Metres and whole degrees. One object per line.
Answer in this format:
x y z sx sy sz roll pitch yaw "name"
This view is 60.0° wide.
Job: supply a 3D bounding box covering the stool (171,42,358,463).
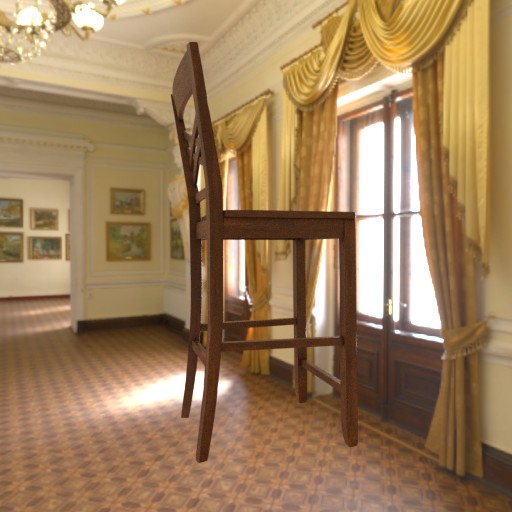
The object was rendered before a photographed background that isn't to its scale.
0.000 0.000 1.398 0.504 1.098 0.426 0 1 -17 "stool"
